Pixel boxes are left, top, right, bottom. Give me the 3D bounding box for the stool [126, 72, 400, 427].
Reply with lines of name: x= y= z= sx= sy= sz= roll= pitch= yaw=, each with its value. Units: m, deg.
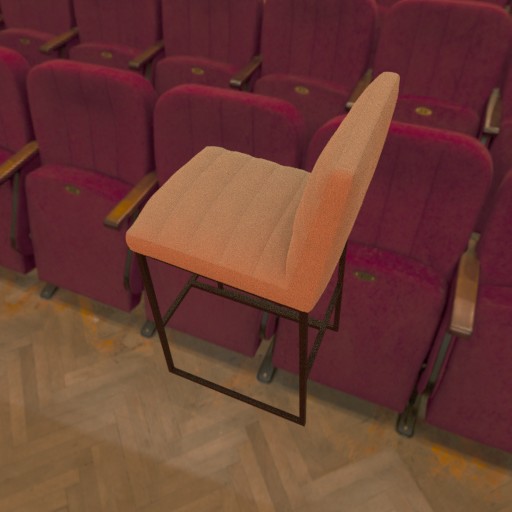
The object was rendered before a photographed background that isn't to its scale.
stool: x=0.000 y=0.000 z=1.354 sx=0.573 sy=1.061 sz=0.464 roll=17 pitch=49 yaw=16
